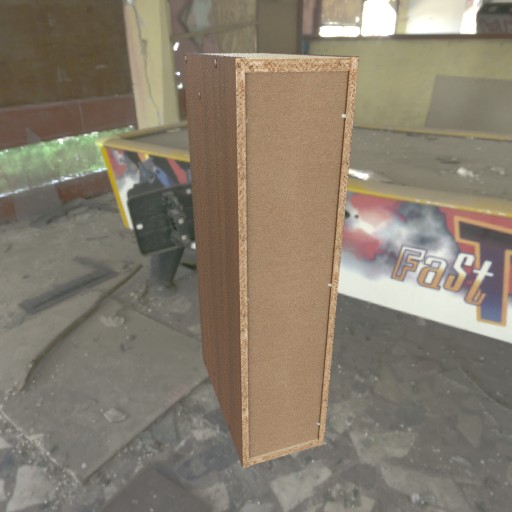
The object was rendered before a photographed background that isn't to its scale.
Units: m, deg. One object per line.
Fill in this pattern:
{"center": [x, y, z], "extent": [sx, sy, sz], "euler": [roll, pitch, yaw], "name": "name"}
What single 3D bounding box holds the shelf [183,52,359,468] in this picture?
{"center": [0.000, 0.000, 0.725], "extent": [0.147, 0.600, 0.290], "euler": [-8, 27, -17], "name": "shelf"}
